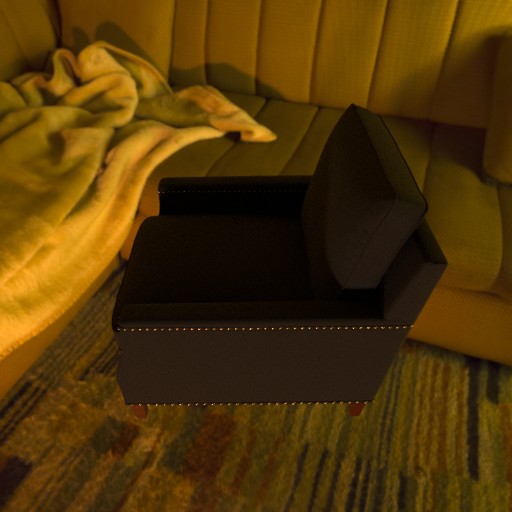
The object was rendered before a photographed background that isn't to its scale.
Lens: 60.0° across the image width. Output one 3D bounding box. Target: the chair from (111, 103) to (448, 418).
[{"bbox_3d":[0.000,0.000,1.693,1.014,0.943,0.853,0,41,-1],"label":"chair"}]
